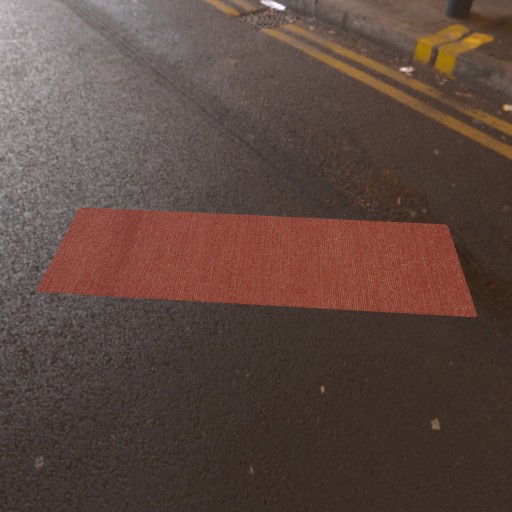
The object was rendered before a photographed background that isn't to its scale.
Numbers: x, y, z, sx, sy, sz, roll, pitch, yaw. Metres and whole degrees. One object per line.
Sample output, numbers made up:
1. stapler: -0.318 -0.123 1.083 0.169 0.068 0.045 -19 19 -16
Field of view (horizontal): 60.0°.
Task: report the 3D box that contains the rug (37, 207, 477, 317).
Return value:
1. rug: 0.000 0.000 2.541 2.307 0.012 0.687 3 47 3
